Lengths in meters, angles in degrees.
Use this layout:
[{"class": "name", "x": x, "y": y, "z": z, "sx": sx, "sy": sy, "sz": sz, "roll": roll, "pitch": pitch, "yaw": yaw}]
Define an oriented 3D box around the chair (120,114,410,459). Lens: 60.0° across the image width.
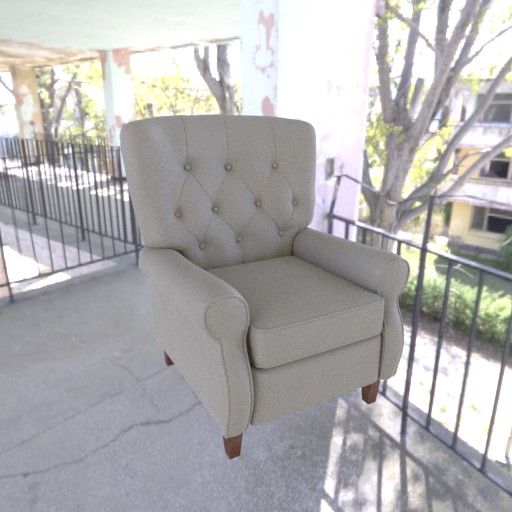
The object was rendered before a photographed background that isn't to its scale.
[{"class": "chair", "x": 0.000, "y": 0.000, "z": 1.901, "sx": 0.943, "sy": 1.158, "sz": 1.059, "roll": -9, "pitch": 20, "yaw": -27}]
